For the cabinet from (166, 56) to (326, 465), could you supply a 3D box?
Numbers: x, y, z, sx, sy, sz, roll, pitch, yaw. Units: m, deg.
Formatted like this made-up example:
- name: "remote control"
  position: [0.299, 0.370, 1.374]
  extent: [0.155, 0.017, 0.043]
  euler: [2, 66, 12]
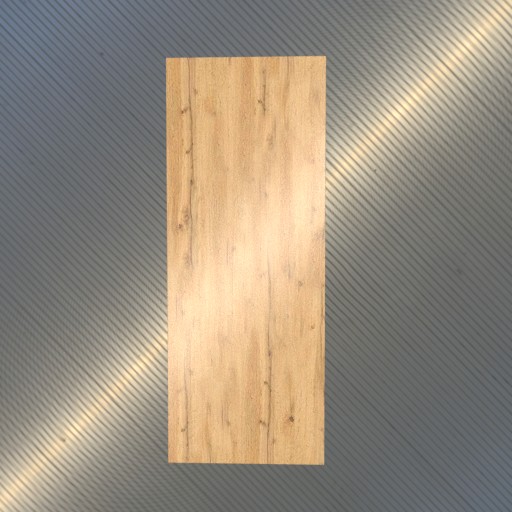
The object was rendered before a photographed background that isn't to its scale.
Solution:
- name: "cabinet"
  position: [0.000, 0.000, 1.969]
  extent: [0.473, 1.397, 1.168]
  euler: [0, 92, 2]
